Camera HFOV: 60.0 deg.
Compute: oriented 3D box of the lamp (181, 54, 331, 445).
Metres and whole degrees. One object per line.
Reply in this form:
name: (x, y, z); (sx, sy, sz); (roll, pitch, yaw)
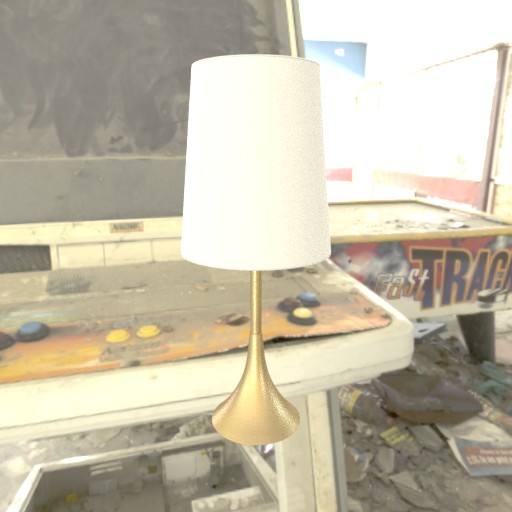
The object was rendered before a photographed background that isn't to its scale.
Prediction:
lamp: (0.000, 0.000, 0.692); (0.231, 0.569, 0.231); (0, 14, 0)
